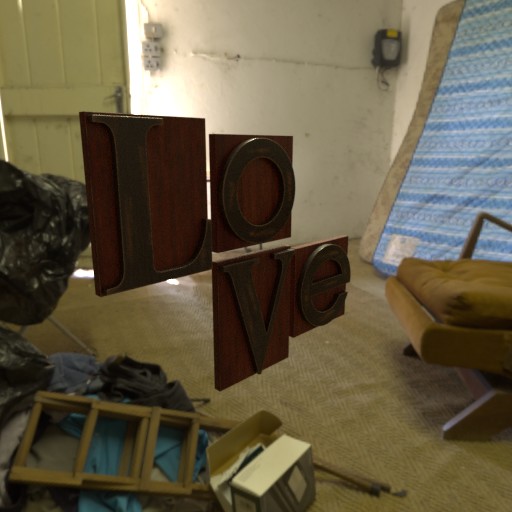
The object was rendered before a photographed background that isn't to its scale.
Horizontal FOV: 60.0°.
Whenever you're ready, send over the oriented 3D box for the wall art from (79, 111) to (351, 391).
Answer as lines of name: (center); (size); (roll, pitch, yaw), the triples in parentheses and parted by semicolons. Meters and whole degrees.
wall art: (0.000, 0.000, 0.852); (0.030, 0.497, 0.635); (13, 19, 43)
